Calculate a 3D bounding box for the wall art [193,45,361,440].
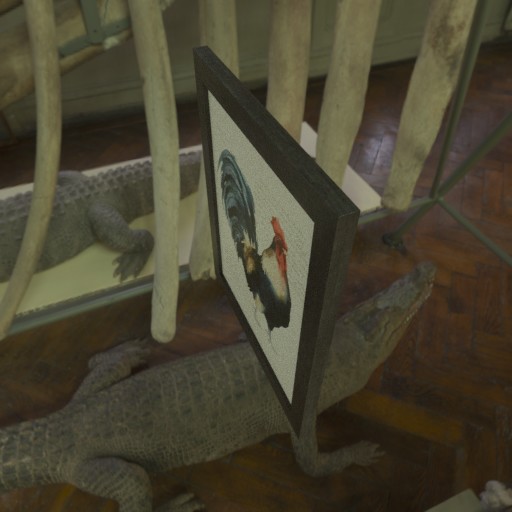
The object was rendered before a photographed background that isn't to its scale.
[{"bbox_3d":[0.000,0.000,0.817,0.027,0.580,0.479,-18,49,-16],"label":"wall art"}]
